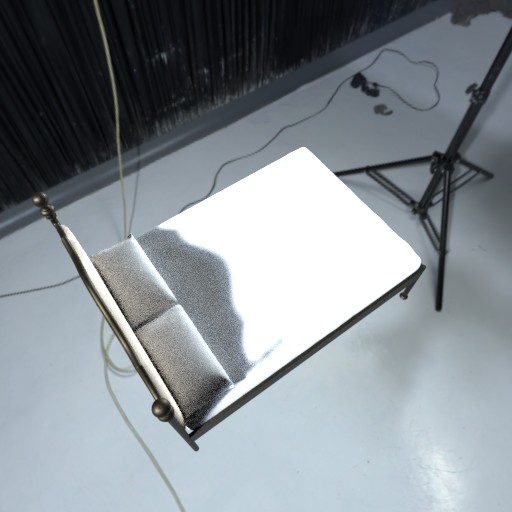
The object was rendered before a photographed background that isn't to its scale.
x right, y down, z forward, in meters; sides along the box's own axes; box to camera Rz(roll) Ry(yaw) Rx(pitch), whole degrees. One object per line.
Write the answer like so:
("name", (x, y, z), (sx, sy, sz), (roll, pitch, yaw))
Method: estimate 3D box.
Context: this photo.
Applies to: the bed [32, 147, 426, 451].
("bed", (0.000, 0.000, 3.196), (2.170, 1.462, 1.533), (-32, 65, -17))
